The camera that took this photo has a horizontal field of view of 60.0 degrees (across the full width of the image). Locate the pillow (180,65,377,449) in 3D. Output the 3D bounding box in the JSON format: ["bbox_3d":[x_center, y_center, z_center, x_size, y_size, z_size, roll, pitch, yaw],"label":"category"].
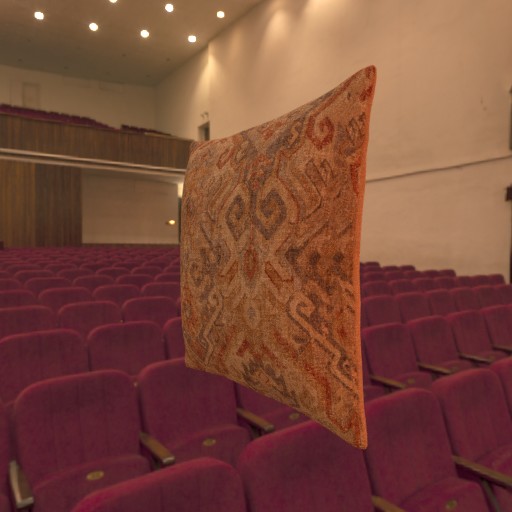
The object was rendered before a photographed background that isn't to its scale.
[{"bbox_3d":[0.000,0.000,0.791,0.166,0.506,0.523,-1,1,-35],"label":"pillow"}]
